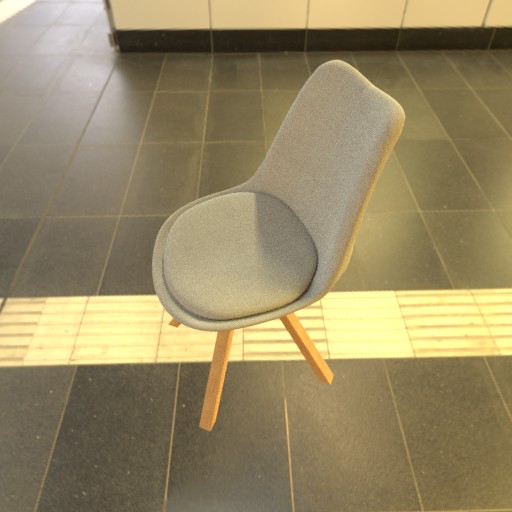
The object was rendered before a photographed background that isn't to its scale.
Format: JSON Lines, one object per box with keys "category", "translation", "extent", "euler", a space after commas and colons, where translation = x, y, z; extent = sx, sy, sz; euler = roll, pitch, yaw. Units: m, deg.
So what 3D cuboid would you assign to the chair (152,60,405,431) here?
{"category": "chair", "translation": [0.000, 0.000, 1.178], "extent": [0.549, 0.863, 0.474], "euler": [-15, 48, -15]}
